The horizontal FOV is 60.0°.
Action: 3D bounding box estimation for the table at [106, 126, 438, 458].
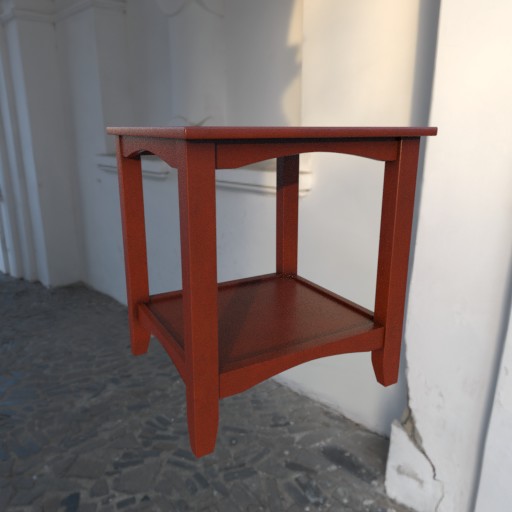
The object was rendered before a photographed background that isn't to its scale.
[{"bbox_3d":[0.000,0.000,0.998,0.523,0.558,0.522,-8,18,-26],"label":"table"}]
